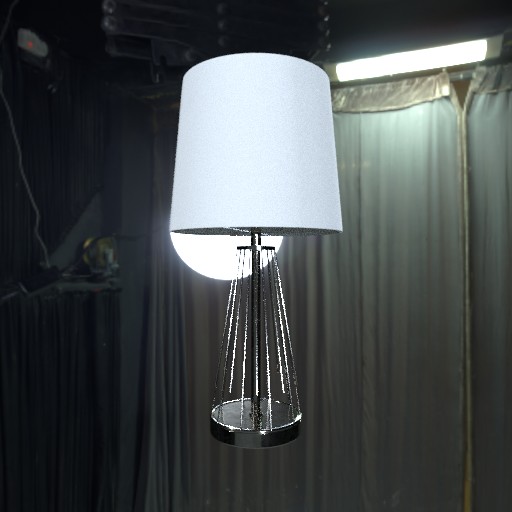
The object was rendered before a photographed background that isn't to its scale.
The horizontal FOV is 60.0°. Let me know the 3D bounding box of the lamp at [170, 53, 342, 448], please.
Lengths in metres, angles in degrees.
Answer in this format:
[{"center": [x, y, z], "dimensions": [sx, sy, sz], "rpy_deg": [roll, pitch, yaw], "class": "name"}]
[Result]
[{"center": [0.000, 0.000, 0.791], "dimensions": [0.303, 0.618, 0.303], "rpy_deg": [0, 0, 0], "class": "lamp"}]
